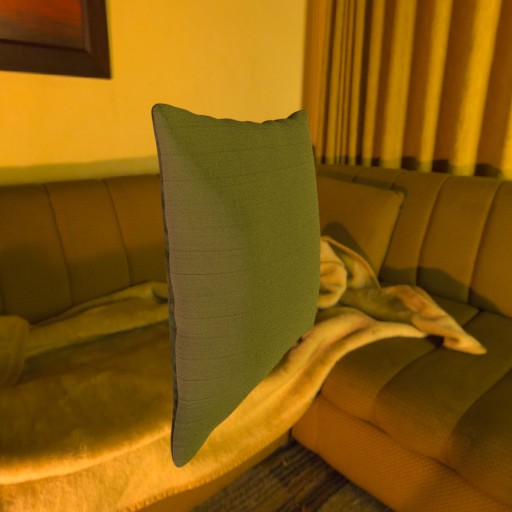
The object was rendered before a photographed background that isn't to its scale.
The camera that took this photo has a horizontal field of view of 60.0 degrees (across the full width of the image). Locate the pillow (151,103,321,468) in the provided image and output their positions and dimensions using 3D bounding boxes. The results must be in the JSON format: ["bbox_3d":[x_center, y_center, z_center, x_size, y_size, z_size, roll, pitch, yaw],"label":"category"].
[{"bbox_3d":[0.000,0.000,0.721,0.175,0.464,0.470,8,19,25],"label":"pillow"}]
